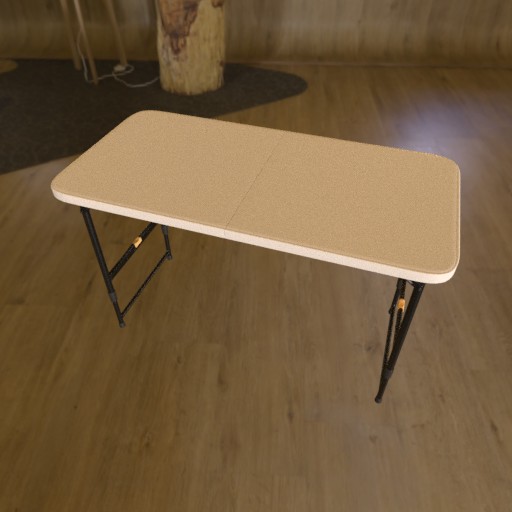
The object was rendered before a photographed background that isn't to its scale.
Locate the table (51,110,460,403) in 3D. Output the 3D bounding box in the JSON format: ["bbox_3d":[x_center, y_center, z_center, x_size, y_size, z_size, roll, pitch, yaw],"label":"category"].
[{"bbox_3d":[0.000,0.000,1.675,1.245,0.737,0.611,13,44,14],"label":"table"}]
